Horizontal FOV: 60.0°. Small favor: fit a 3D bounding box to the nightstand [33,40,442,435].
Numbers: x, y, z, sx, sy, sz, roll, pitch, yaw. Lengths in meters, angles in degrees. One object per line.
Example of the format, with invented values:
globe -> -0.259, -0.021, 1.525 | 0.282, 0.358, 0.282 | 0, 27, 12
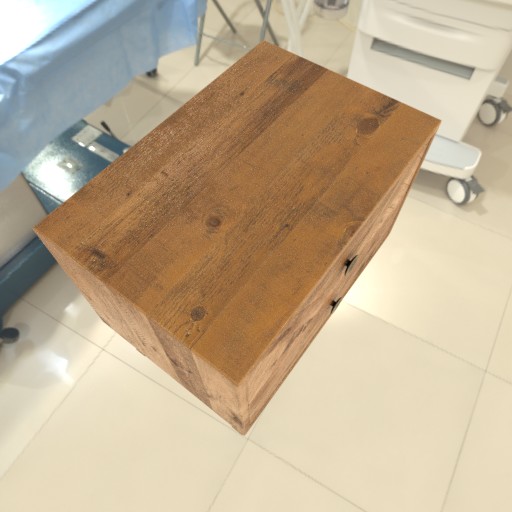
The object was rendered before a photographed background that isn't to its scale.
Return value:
nightstand -> 0.000, 0.000, 1.060 | 0.450, 0.599, 0.650 | 33, 64, 18
